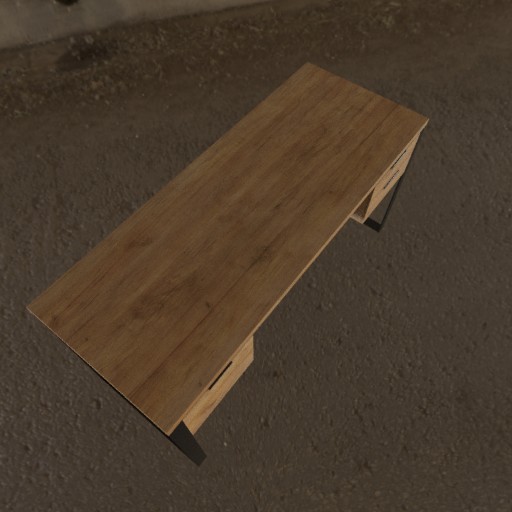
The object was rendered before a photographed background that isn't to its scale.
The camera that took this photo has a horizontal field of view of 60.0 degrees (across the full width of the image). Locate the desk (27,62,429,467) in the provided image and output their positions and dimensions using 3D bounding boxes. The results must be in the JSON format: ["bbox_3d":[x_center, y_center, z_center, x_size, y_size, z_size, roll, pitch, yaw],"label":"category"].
[{"bbox_3d":[0.000,0.000,1.897,0.600,0.760,1.520,34,64,19],"label":"desk"}]
